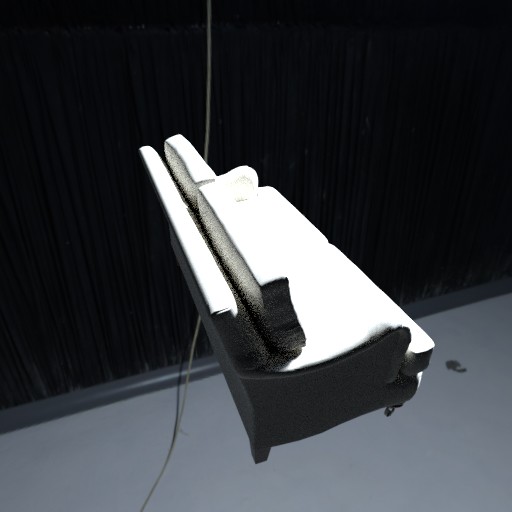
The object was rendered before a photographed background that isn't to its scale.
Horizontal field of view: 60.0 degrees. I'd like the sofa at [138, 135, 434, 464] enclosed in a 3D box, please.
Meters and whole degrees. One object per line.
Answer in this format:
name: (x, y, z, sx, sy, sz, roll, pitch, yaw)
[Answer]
sofa: (0.000, 0.000, 2.765, 1.086, 1.087, 2.159, -10, 32, -17)
